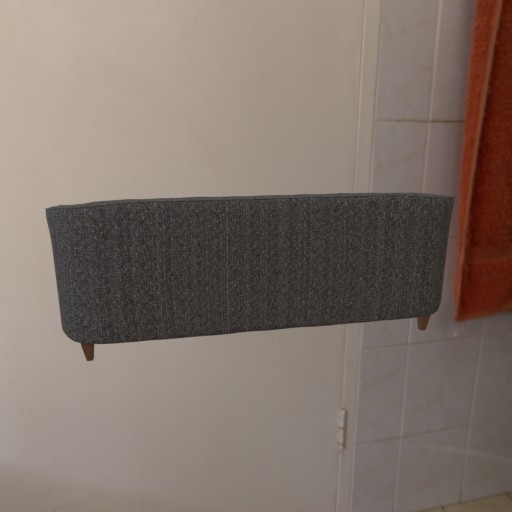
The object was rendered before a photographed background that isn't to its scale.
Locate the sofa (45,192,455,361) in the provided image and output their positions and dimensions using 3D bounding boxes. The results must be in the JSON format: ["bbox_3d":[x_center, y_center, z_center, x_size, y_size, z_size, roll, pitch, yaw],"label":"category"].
[{"bbox_3d":[0.000,0.000,2.770,2.278,0.855,0.941,-3,15,-11],"label":"sofa"}]
